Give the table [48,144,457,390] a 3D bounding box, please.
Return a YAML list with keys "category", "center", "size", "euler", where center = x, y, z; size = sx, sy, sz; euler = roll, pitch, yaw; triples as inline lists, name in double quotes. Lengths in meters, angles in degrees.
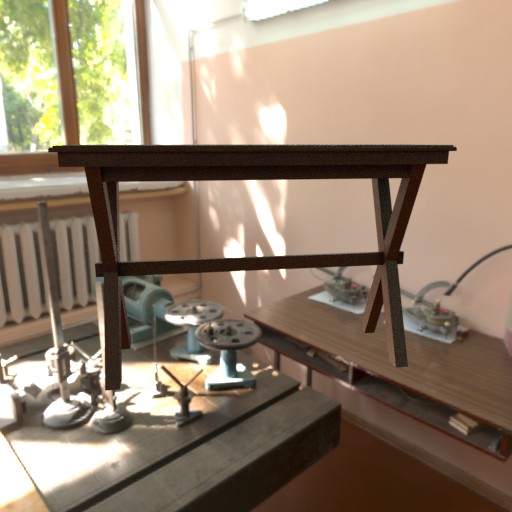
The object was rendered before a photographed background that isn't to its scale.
- category: "table"
  center: [0.000, 0.000, 1.568]
  size: [1.197, 0.763, 0.399]
  euler: [-2, 15, -8]
